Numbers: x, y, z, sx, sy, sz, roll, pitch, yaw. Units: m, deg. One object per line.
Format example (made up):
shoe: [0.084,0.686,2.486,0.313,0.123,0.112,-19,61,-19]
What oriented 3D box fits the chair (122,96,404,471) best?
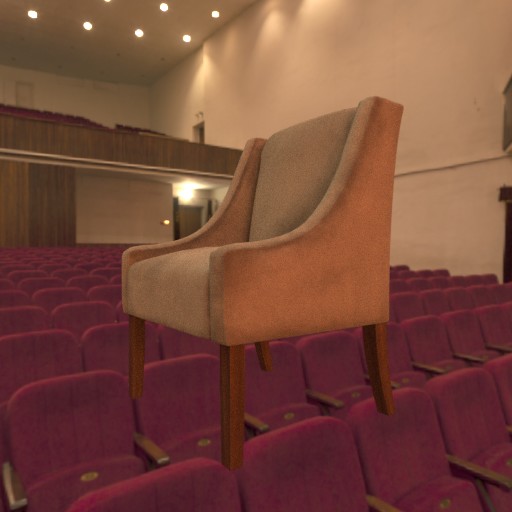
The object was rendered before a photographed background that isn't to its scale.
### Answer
chair: [0.000,0.000,1.339,0.629,0.895,0.629,-1,1,-36]
